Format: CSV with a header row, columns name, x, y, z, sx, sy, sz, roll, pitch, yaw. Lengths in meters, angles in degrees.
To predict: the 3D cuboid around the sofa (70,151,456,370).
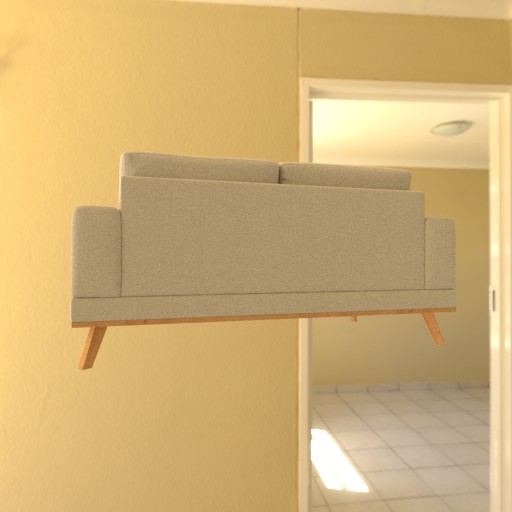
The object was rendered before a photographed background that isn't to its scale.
name,x,y,z,sx,sy,sz,roll,pitch,yaw
sofa,0.000,0.000,2.170,1.651,0.810,0.915,0,0,-17
